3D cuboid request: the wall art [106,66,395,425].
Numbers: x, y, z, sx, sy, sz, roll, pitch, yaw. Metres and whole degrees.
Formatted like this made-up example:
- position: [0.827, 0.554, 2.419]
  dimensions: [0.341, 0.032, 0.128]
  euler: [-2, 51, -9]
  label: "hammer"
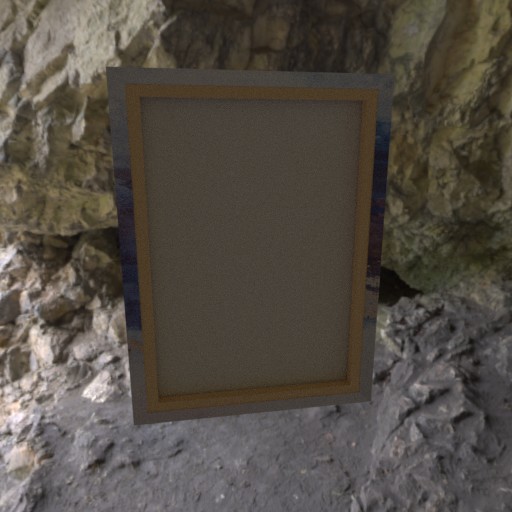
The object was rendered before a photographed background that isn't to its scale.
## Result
- position: [0.000, 0.000, 0.751]
  dimensions: [0.437, 0.581, 0.036]
  euler: [-2, 15, -9]
  label: "wall art"
